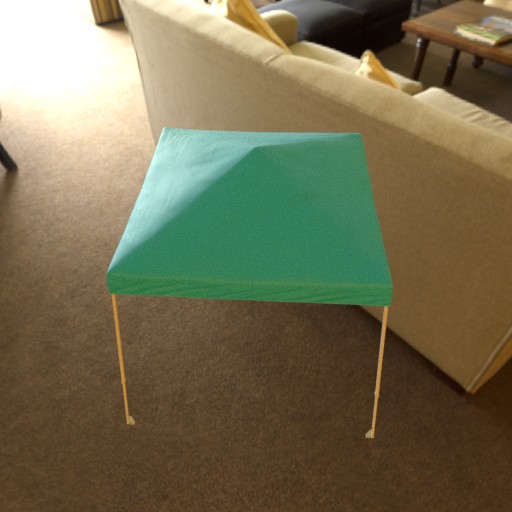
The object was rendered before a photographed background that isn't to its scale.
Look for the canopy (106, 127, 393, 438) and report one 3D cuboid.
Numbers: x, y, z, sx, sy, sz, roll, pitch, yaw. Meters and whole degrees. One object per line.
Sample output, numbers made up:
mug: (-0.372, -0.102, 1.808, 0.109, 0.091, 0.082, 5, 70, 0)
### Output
canopy: (0.000, 0.000, 5.069, 2.850, 2.850, 2.849, 2, 46, 2)
